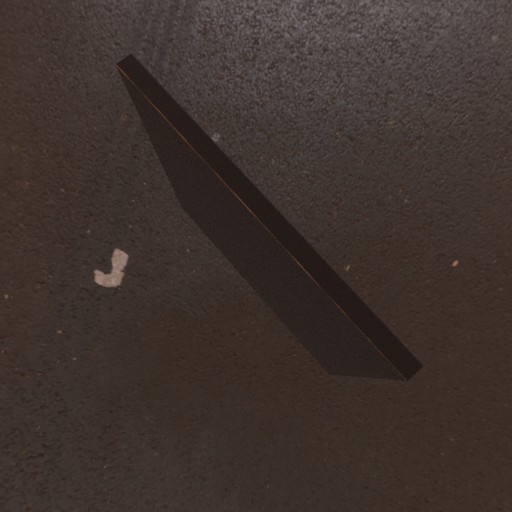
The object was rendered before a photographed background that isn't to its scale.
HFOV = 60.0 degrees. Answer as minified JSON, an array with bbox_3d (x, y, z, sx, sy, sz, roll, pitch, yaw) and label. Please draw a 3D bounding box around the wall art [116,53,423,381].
[{"bbox_3d":[0.000,0.000,1.134,0.038,0.762,0.762,-40,79,-9],"label":"wall art"}]
